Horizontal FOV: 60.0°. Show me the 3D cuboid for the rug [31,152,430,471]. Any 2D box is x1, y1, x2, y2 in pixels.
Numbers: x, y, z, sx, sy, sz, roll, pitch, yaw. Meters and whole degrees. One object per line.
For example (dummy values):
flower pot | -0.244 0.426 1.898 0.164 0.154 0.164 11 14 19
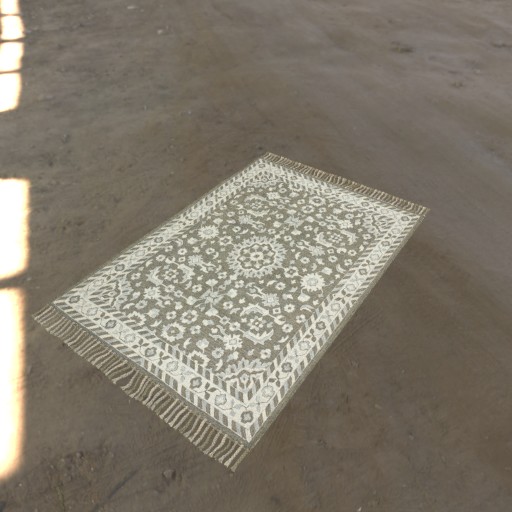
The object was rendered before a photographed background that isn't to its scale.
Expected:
rug | 0.000 0.000 2.982 1.530 0.025 2.431 26 48 26
